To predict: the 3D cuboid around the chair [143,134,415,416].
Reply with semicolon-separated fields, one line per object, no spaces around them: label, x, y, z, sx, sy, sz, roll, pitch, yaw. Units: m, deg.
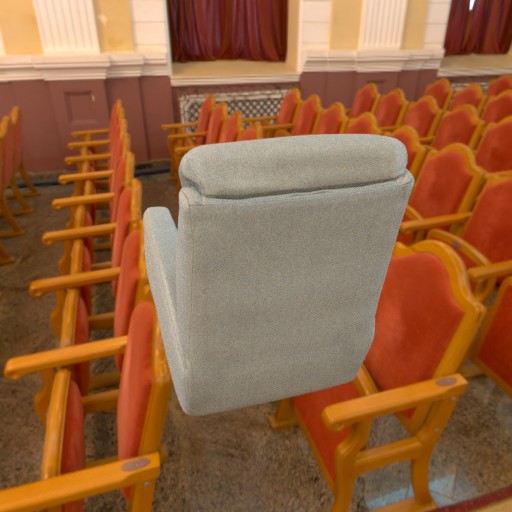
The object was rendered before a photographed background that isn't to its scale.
chair;0.000;0.000;1.664;0.794;1.016;0.940;-8;28;-15
